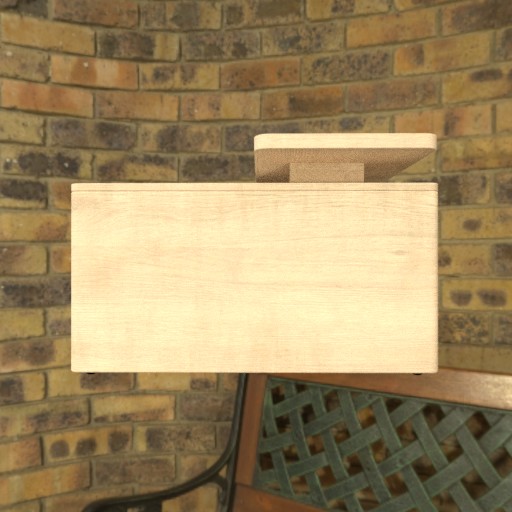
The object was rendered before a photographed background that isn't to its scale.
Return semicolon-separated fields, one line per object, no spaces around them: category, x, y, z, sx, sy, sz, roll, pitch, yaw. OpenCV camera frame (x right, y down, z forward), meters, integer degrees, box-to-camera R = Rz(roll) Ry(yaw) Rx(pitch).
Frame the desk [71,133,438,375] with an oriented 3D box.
desk;0.000;0.000;2.095;1.175;0.770;1.400;0;0;1
